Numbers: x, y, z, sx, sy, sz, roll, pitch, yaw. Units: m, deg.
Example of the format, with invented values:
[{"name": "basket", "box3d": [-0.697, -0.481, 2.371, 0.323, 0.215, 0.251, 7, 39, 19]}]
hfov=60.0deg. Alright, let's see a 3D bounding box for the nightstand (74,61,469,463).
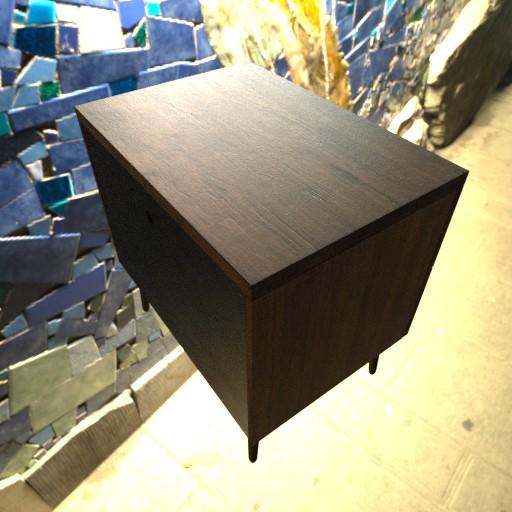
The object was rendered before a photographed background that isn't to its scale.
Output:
[{"name": "nightstand", "box3d": [0.000, 0.000, 1.012, 0.458, 0.610, 0.610, -26, 49, -26]}]
